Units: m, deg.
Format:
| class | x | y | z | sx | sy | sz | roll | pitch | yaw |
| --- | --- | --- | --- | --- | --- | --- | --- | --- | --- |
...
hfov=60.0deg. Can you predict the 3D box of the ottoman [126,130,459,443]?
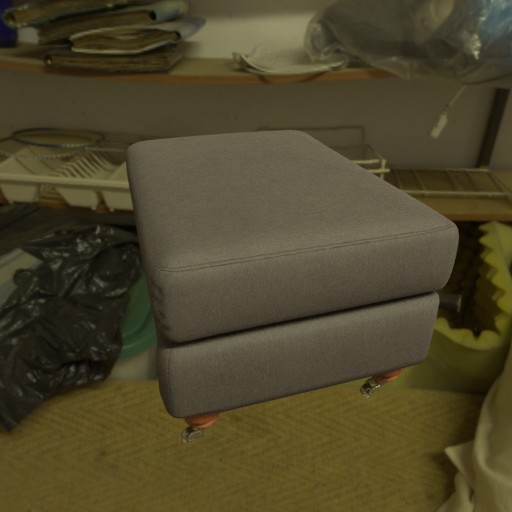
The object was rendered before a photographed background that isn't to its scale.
| class | x | y | z | sx | sy | sz | roll | pitch | yaw |
| --- | --- | --- | --- | --- | --- | --- | --- | --- | --- |
| ottoman | 0.000 | 0.000 | 1.128 | 0.574 | 0.497 | 0.773 | -9 | 30 | -15 |
